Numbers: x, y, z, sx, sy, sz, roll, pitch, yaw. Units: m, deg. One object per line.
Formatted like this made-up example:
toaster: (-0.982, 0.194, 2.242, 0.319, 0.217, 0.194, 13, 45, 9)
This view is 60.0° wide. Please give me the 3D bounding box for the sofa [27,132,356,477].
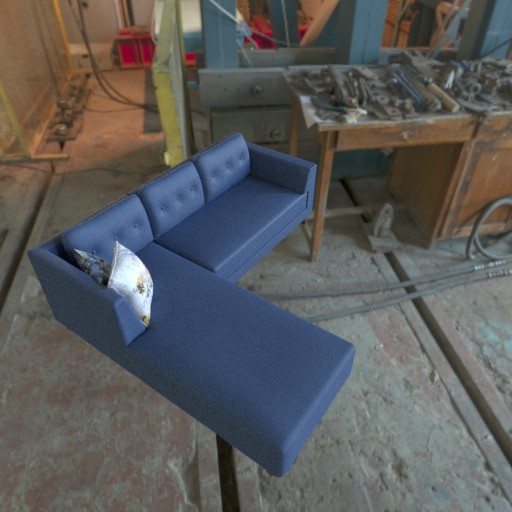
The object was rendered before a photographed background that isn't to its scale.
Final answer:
sofa: (0.000, 0.000, 3.057, 1.829, 0.787, 2.120, 25, 46, 26)
